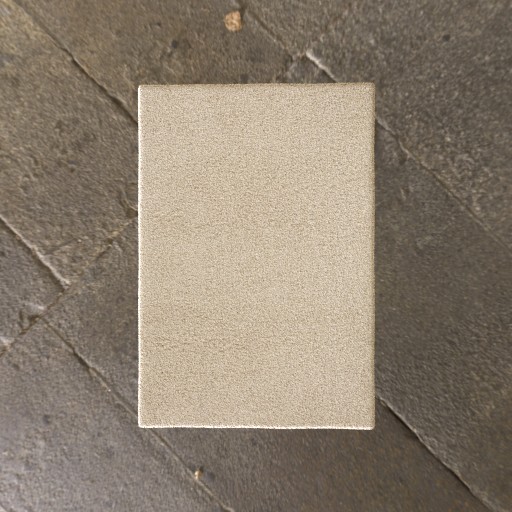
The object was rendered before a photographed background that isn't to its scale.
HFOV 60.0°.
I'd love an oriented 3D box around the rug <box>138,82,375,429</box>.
[{"bbox_3d":[0.000,0.000,2.292,1.219,0.030,1.778,0,90,1],"label":"rug"}]
